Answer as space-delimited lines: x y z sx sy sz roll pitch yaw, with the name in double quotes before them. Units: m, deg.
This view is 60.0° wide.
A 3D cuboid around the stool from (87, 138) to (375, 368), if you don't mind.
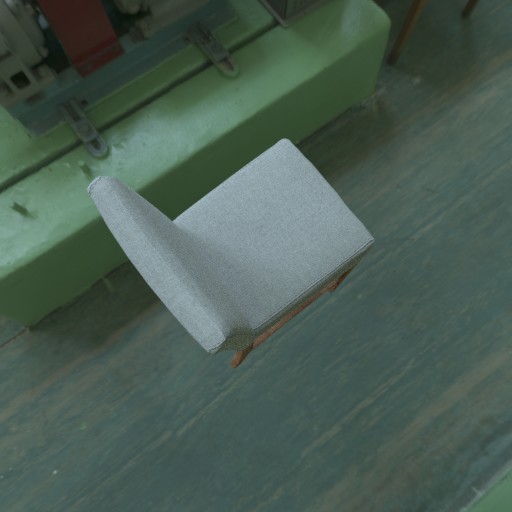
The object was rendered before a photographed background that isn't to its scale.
"stool" 0.000 0.000 1.397 0.570 1.088 0.439 -37 78 -10
